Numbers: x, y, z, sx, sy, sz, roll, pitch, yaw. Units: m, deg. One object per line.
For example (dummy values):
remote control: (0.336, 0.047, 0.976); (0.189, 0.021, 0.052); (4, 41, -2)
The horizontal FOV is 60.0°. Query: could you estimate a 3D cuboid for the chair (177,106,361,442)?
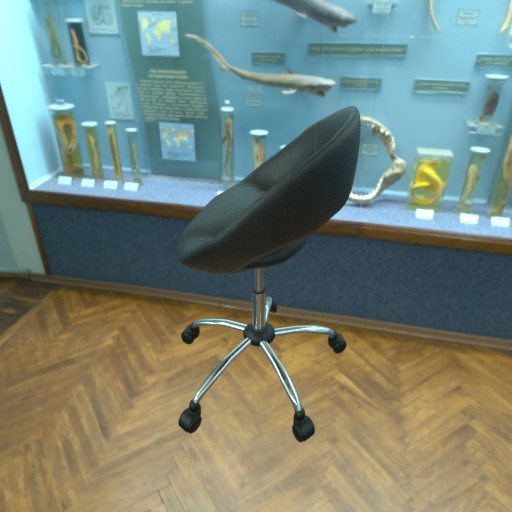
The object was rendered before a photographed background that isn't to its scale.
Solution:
chair: (0.000, 0.000, 1.199); (0.538, 0.791, 0.612); (8, 31, 13)
